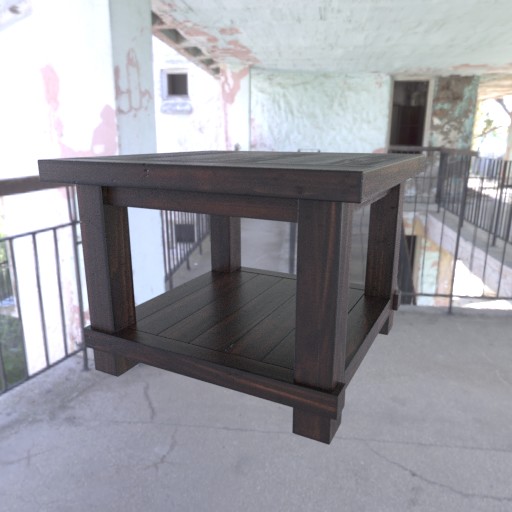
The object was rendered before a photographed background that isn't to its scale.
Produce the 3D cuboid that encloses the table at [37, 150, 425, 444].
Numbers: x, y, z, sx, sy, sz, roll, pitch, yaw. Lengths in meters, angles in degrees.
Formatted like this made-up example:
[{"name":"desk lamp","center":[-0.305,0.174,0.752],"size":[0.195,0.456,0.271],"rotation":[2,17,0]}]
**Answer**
[{"name":"table","center":[0.000,0.000,0.996],"size":[0.606,0.437,0.593],"rotation":[8,17,26]}]
